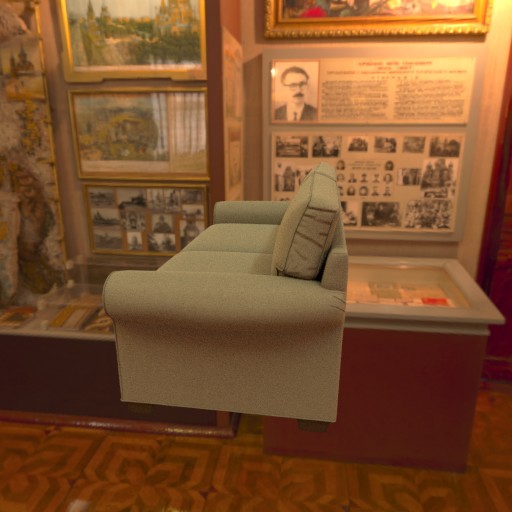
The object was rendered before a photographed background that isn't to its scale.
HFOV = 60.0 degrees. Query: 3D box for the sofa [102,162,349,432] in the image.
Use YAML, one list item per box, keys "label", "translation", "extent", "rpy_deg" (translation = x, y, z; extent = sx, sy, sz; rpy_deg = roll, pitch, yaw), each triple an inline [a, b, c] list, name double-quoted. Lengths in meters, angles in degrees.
- label: "sofa"
  translation: [0.000, 0.000, 2.510]
  extent: [0.940, 0.952, 1.930]
  rpy_deg: [3, 17, 9]
